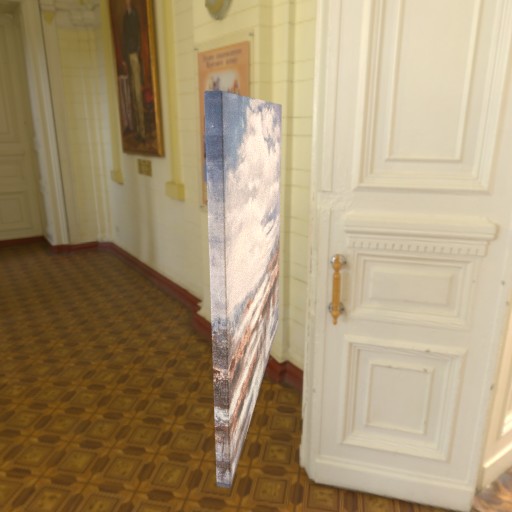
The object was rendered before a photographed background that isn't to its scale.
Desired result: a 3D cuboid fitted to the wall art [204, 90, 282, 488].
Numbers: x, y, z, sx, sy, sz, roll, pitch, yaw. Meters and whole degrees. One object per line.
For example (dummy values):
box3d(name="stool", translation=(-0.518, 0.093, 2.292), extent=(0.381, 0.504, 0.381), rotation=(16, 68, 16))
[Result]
box3d(name="wall art", translation=(0.000, 0.000, 1.536), extent=(0.040, 1.020, 1.010), rotation=(3, 18, 10))
